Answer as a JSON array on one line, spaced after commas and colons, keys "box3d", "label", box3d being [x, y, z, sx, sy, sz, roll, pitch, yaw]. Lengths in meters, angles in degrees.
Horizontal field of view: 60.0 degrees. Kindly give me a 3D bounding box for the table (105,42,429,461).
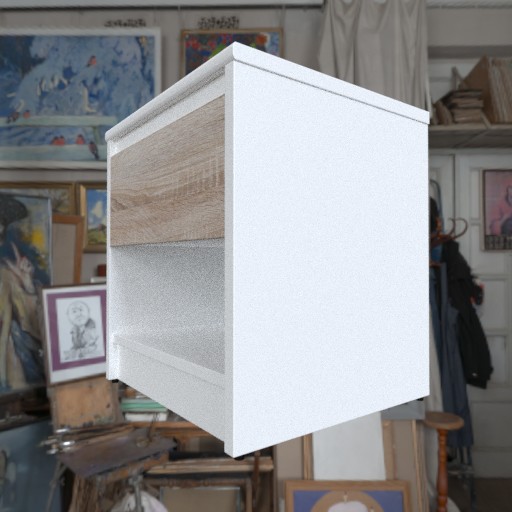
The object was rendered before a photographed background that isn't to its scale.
[{"box3d": [0.000, 0.000, 0.760, 0.380, 0.460, 0.420, 1, -1, -37], "label": "table"}]
